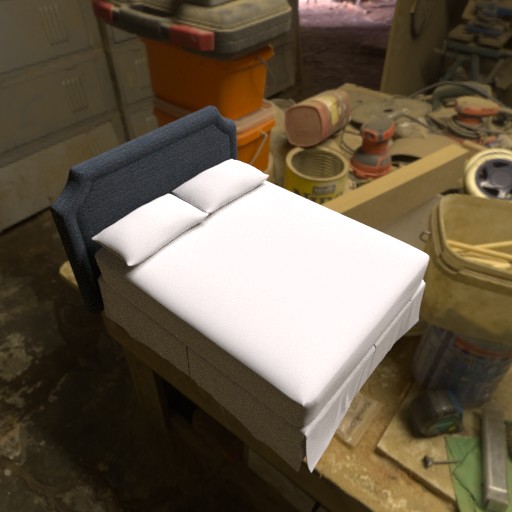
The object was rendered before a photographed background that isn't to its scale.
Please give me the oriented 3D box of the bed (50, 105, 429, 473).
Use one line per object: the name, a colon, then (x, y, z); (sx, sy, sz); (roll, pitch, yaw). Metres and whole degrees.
bed: (0.000, 0.000, 3.301); (2.208, 1.297, 1.828); (29, 49, 29)
